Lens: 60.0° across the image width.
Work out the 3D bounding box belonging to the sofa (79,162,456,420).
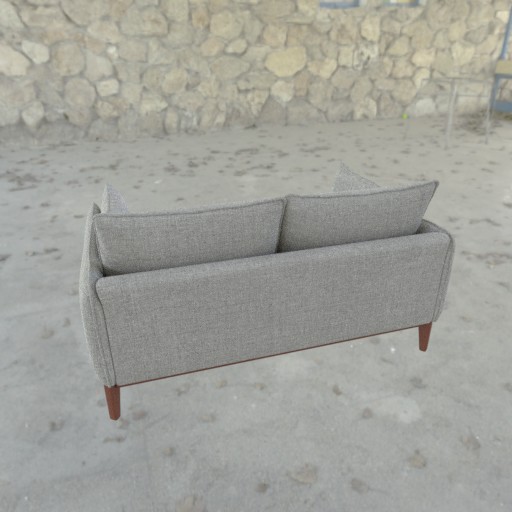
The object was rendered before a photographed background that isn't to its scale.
[{"bbox_3d":[0.000,0.000,2.167,1.580,0.851,0.972,-8,27,-16],"label":"sofa"}]
